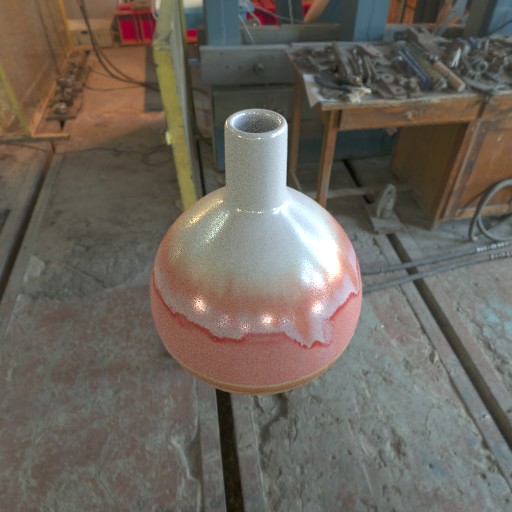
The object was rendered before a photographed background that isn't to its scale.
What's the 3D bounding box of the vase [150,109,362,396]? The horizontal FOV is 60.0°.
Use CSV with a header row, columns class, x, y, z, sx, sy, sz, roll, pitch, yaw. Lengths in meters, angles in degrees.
class,x,y,z,sx,sy,sz,roll,pitch,yaw
vase,0.000,0.000,0.273,0.137,0.176,0.137,0,43,0
